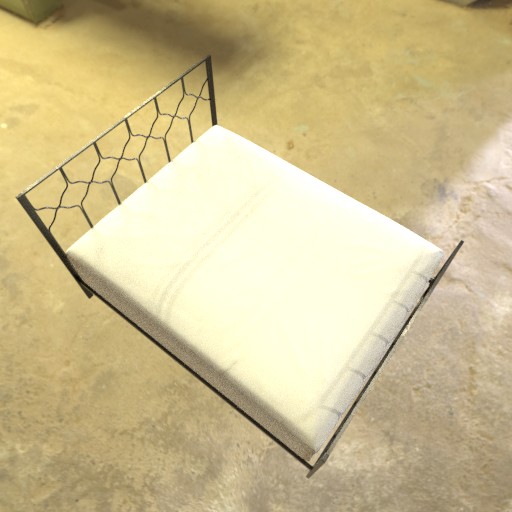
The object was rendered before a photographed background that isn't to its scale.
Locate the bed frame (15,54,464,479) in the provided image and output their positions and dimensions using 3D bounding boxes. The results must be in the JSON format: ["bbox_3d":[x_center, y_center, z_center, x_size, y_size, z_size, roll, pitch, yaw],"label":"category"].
[{"bbox_3d":[0.000,0.000,2.918,2.063,1.222,1.597,33,64,19],"label":"bed frame"}]
